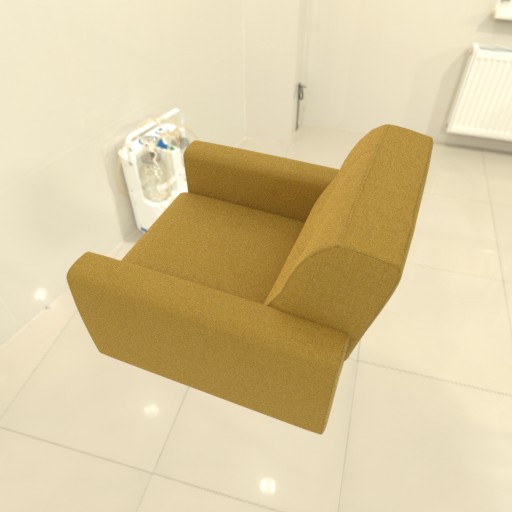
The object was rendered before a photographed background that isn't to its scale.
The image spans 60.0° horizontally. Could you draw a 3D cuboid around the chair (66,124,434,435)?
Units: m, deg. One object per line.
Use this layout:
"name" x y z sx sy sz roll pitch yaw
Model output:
"chair" 0.000 0.000 1.511 0.909 0.841 0.831 16 47 16
